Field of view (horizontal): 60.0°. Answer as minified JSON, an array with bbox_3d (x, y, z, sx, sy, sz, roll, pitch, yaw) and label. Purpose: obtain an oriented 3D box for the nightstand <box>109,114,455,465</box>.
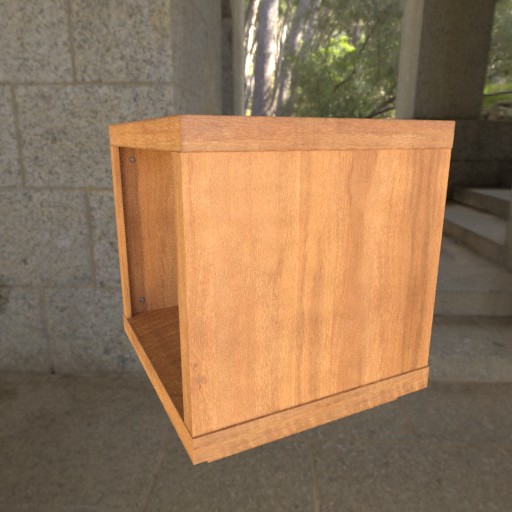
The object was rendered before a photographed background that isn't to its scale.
[{"bbox_3d":[0.000,0.000,0.854,0.436,0.491,0.493,-7,17,-26],"label":"nightstand"}]
